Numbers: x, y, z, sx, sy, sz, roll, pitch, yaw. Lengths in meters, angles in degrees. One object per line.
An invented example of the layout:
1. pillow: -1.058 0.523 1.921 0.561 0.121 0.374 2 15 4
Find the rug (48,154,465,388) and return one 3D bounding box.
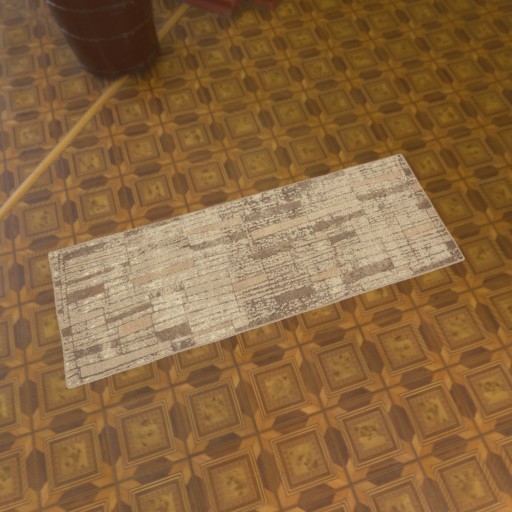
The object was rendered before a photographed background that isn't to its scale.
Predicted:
1. rug: 0.000 0.000 2.681 2.383 0.018 0.857 -17 65 -8
